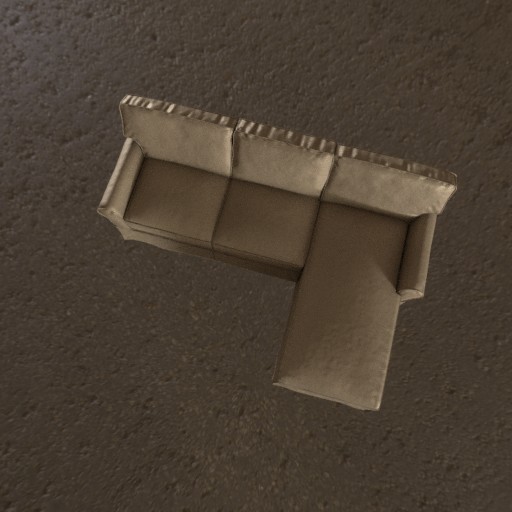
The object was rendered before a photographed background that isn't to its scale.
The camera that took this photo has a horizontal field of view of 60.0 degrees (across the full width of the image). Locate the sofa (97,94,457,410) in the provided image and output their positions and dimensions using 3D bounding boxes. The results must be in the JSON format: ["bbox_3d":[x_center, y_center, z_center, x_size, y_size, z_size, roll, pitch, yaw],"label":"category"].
[{"bbox_3d":[0.000,0.000,3.304,2.475,0.978,1.733,15,76,4],"label":"sofa"}]
